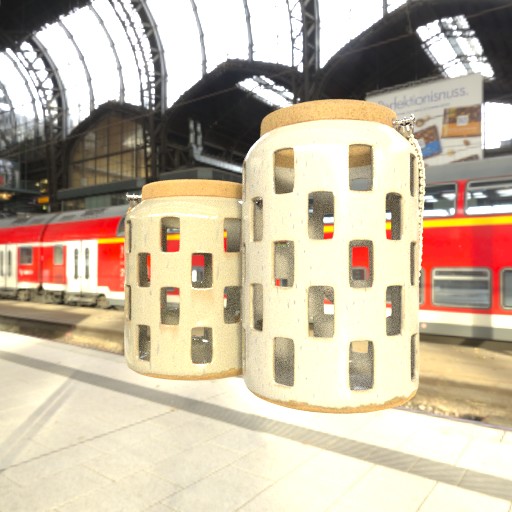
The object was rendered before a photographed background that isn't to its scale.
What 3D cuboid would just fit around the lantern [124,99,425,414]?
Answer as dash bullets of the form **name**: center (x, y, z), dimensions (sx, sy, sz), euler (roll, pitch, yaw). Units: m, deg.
- **lantern**: center (0.000, 0.000, 0.485), dimensions (0.347, 0.255, 0.184), euler (-1, -1, 36)
